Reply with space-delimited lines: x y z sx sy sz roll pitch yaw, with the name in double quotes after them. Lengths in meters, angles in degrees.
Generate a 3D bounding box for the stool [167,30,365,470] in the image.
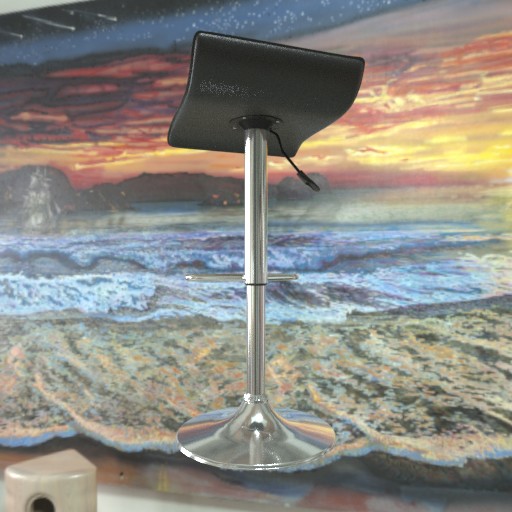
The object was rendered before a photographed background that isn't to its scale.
0.000 0.000 1.068 0.381 0.851 0.381 0 -1 -19 "stool"
